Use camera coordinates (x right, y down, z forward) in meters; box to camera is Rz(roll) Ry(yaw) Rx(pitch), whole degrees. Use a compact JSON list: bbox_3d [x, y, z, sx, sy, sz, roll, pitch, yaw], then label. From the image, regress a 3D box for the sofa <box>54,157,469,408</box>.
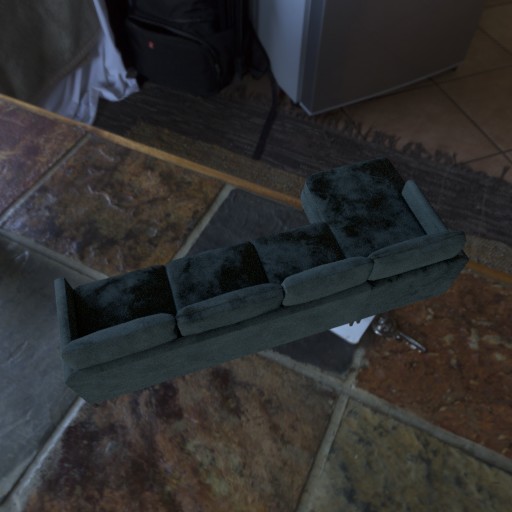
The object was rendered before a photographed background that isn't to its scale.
[{"bbox_3d":[0.000,0.000,4.037,3.400,0.967,1.500,-15,58,-10],"label":"sofa"}]
